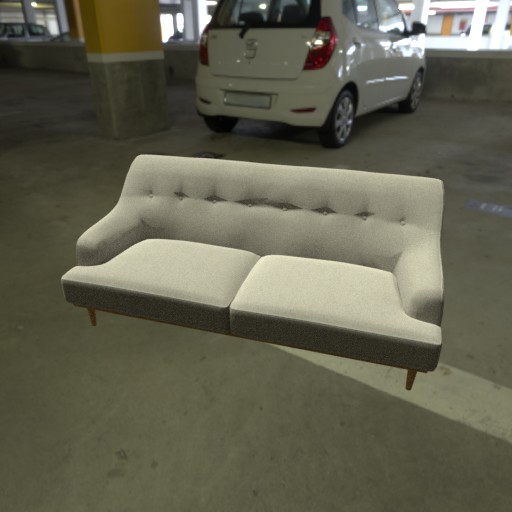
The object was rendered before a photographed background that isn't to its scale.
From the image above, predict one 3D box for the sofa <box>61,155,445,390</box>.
[{"bbox_3d":[0.000,0.000,2.614,2.057,0.871,0.978,8,28,15],"label":"sofa"}]
